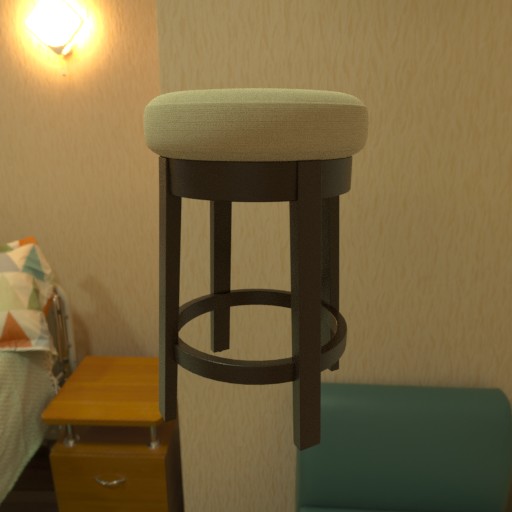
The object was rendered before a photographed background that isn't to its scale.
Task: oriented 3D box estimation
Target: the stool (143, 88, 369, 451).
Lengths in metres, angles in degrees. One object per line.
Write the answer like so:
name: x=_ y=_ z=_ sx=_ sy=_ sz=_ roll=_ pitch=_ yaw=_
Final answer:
stool: x=0.000 y=0.000 z=0.945 sx=0.449 sy=0.655 sz=0.449 roll=0 pitch=16 yaw=0
